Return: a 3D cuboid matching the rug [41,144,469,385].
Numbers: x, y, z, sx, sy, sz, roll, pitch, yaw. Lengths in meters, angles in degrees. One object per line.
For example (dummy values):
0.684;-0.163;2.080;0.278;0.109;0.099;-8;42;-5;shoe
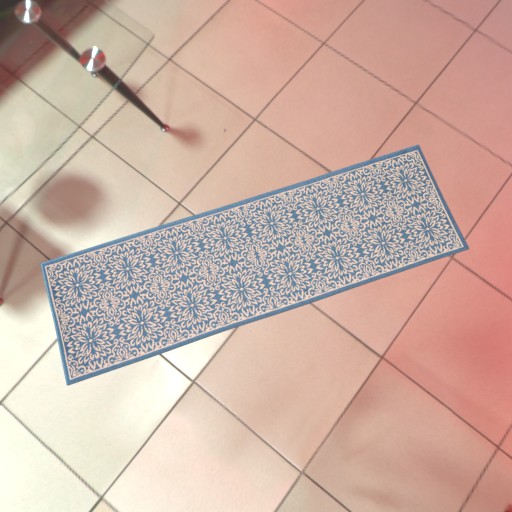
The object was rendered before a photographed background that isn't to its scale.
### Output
0.000;0.000;2.365;2.196;0.011;0.662;-18;75;-5;rug
